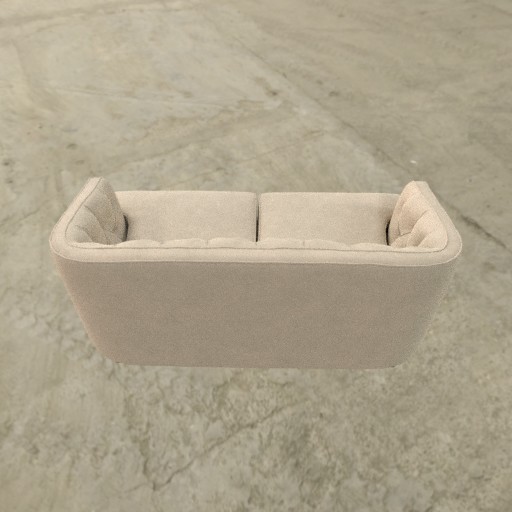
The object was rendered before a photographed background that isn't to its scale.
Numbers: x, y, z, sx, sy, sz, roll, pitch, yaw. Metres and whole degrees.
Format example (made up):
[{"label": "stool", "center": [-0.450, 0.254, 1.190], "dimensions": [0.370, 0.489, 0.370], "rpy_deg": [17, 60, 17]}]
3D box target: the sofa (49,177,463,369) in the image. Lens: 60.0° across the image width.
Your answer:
[{"label": "sofa", "center": [0.000, 0.000, 2.260], "dimensions": [1.731, 0.878, 0.940], "rpy_deg": [1, 45, 1]}]
